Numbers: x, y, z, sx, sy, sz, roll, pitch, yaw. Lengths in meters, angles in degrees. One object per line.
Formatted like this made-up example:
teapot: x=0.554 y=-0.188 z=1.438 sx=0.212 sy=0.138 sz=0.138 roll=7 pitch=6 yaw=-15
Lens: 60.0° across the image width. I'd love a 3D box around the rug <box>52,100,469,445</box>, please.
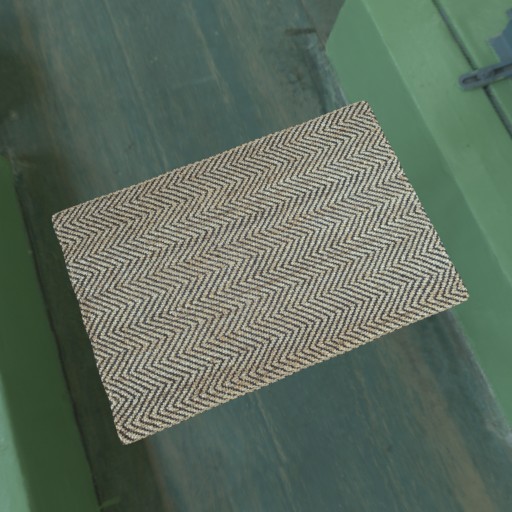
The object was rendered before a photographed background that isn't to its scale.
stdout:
rug: x=0.000 y=0.000 z=2.266 sx=1.828 sy=0.008 sz=1.219 roll=-22 pitch=77 yaw=-5
